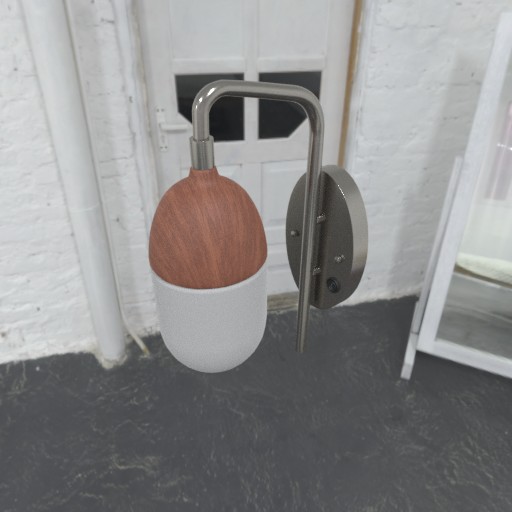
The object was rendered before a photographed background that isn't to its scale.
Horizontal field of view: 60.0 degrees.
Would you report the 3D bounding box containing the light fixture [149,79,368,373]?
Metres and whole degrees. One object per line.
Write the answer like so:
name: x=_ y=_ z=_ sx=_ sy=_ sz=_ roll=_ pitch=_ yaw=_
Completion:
light fixture: x=0.000 y=0.000 z=0.446 sx=0.216 sy=0.343 sz=0.108 roll=-22 pitch=39 yaw=-30
